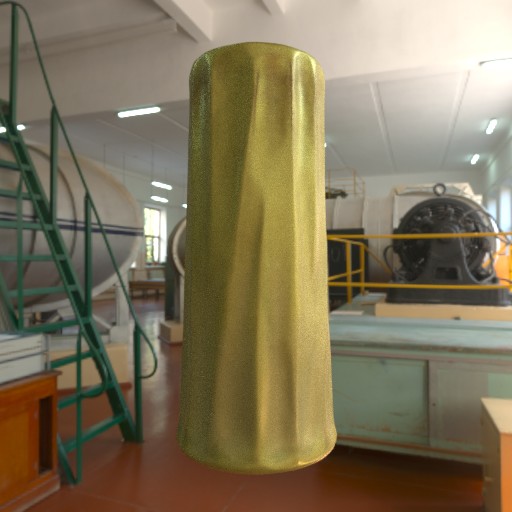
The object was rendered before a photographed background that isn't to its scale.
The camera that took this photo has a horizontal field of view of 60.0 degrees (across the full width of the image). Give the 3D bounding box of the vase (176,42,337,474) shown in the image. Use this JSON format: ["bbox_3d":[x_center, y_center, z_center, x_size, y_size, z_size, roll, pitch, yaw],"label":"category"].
[{"bbox_3d":[0.000,0.000,0.173,0.061,0.143,0.061,0,-1,0],"label":"vase"}]
